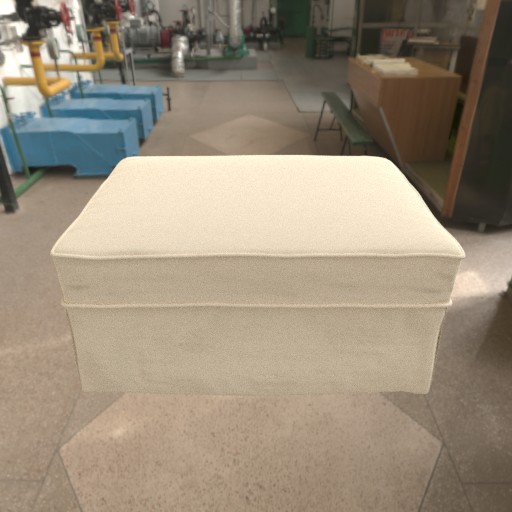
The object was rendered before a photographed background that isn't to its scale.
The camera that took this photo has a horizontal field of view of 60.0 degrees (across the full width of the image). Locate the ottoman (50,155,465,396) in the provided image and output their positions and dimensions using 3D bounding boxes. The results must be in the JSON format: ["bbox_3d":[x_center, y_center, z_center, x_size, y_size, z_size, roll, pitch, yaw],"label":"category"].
[{"bbox_3d":[0.000,0.000,1.317,0.944,0.479,0.703,0,31,0],"label":"ottoman"}]
